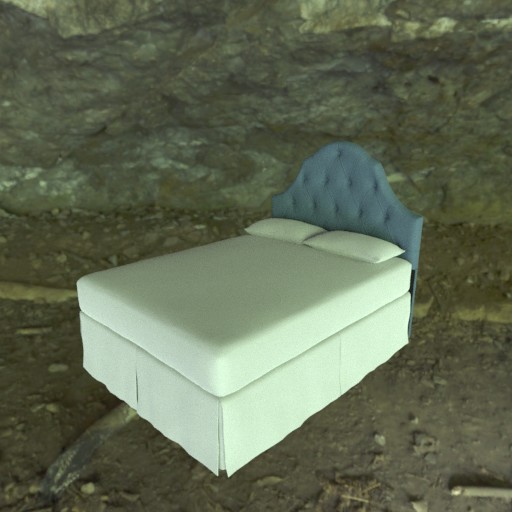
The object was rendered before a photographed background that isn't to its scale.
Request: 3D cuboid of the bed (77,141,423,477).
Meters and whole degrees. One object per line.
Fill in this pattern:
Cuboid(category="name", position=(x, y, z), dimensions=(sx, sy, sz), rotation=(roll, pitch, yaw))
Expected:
Cuboid(category="bed", position=(0.000, 0.000, 3.270), dimensions=(1.636, 1.575, 2.155), rotation=(16, 23, 42))
